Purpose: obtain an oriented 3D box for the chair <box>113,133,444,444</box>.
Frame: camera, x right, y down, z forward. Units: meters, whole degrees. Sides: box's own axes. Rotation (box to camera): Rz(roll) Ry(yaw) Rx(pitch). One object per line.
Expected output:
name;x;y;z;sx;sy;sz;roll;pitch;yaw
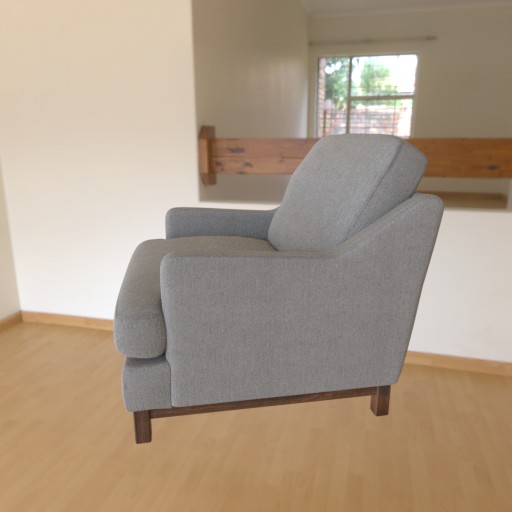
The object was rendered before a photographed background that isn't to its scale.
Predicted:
chair;0.000;0.000;1.540;0.892;0.821;0.826;-3;15;-10
